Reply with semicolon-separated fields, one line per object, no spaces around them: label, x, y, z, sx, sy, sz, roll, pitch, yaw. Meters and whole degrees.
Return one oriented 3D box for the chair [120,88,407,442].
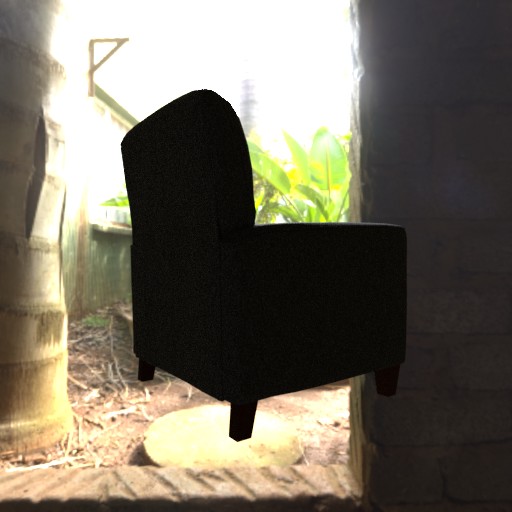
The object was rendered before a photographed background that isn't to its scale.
chair;0.000;0.000;1.707;0.850;1.016;0.839;0;1;-36
